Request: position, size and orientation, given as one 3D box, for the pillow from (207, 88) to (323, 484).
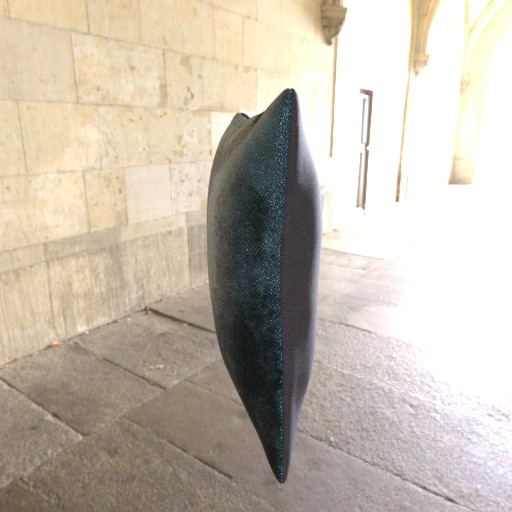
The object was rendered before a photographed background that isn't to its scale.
[{"bbox_3d":[0.000,0.000,0.651,0.138,0.430,0.436,-2,16,-8],"label":"pillow"}]
